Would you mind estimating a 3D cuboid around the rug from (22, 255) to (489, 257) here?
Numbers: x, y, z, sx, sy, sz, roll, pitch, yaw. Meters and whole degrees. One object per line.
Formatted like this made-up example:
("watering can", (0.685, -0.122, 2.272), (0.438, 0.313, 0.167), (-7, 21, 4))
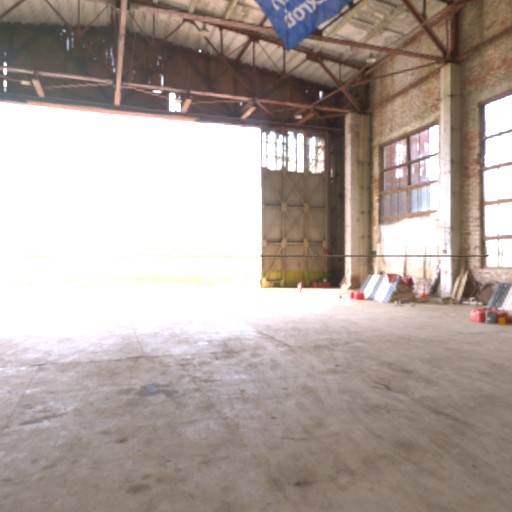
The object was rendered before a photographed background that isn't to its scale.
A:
("rug", (0.000, 0.000, 3.067), (2.442, 0.010, 1.546), (0, 0, 1))
